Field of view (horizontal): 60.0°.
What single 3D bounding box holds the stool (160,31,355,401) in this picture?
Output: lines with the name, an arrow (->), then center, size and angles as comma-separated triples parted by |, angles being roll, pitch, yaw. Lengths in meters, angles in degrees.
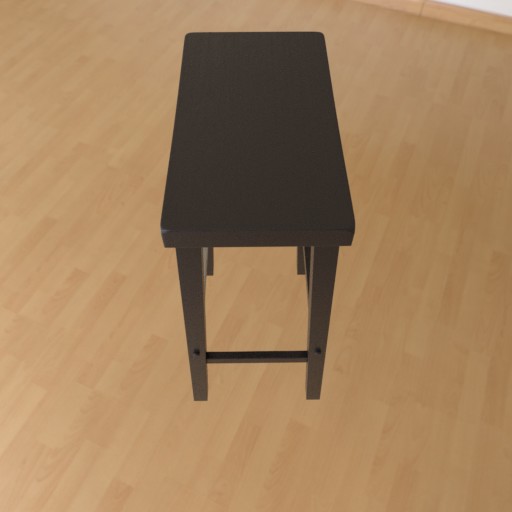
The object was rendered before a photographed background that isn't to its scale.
stool -> 0.000, 0.000, 0.935 | 0.322, 0.742, 0.406 | -1, 57, 0
